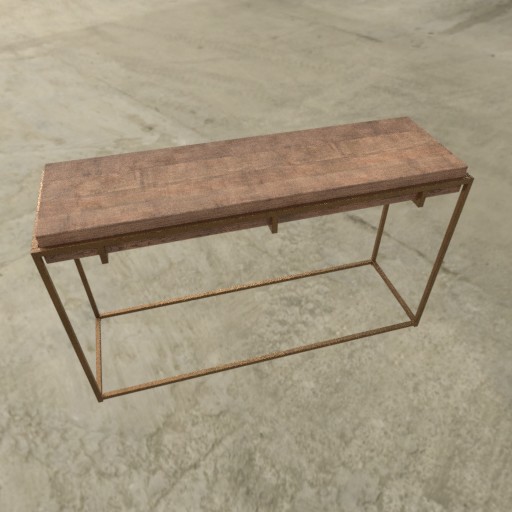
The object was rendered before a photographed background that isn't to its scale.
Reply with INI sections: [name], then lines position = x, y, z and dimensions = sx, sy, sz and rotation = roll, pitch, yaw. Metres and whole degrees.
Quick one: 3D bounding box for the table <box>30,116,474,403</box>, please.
[table]
position = 0.000, 0.000, 1.753
dimensions = 1.400, 0.820, 0.440
rotation = -11, 43, -12
